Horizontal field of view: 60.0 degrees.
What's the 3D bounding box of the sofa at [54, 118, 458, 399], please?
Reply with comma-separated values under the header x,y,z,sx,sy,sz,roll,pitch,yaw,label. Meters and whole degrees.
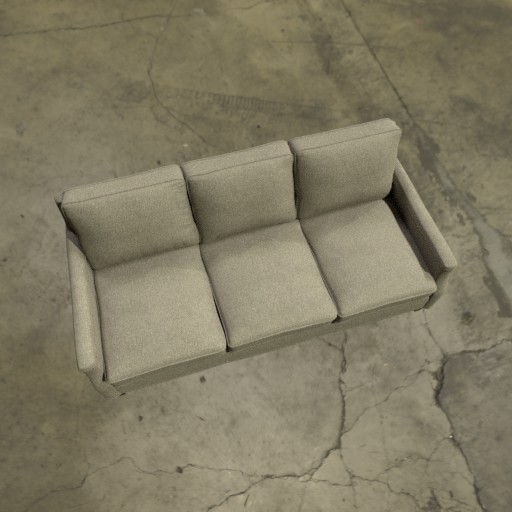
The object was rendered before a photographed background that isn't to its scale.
x,y,z,sx,sy,sz,roll,pitch,yaw,label
0.000,0.000,2.801,2.246,1.003,1.084,-14,63,-7,sofa
